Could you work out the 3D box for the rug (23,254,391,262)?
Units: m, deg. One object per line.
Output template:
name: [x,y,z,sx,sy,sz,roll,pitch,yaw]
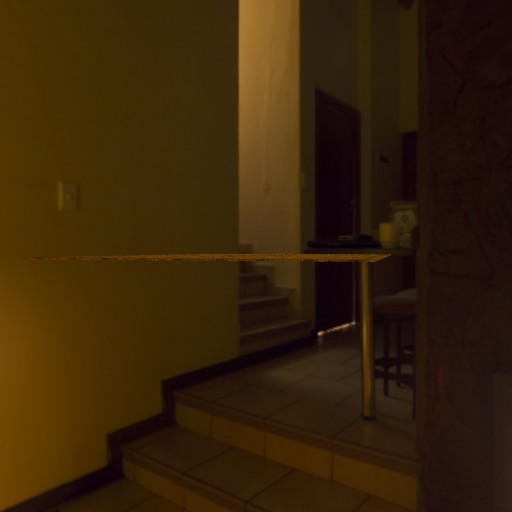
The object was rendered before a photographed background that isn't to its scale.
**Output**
rug: [0.000,0.000,3.484,1.971,0.010,2.651,0,1,18]
